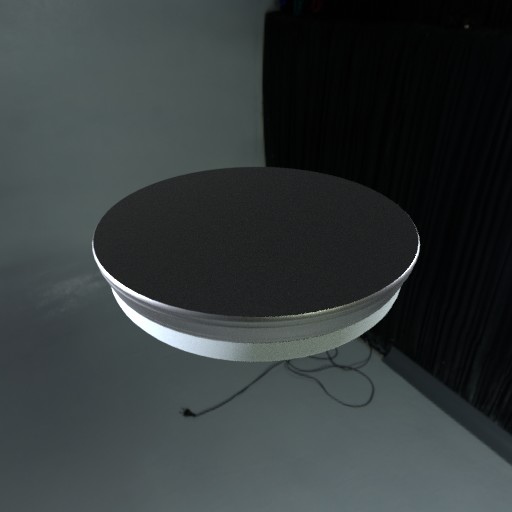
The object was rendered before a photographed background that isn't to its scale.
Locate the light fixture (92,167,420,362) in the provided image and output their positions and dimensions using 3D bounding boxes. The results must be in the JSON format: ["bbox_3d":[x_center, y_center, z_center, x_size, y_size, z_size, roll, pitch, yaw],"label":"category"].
[{"bbox_3d":[0.000,0.000,0.546,0.368,0.100,0.368,0,31,0],"label":"light fixture"}]
